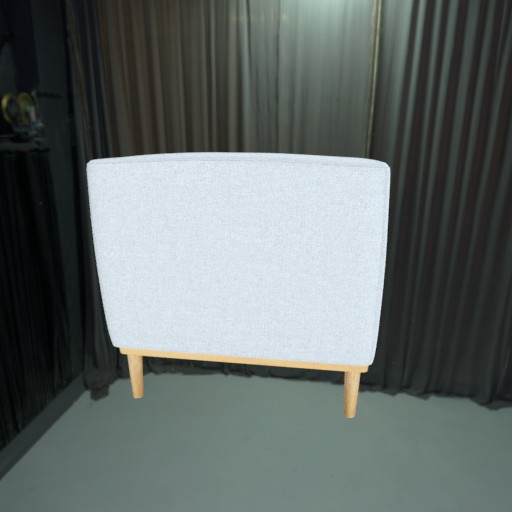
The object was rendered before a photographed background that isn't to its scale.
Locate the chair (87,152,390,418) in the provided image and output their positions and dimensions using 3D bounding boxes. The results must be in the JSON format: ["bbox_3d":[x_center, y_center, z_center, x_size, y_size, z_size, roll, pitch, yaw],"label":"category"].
[{"bbox_3d":[0.000,0.000,1.684,0.946,0.818,0.951,2,17,8],"label":"chair"}]
